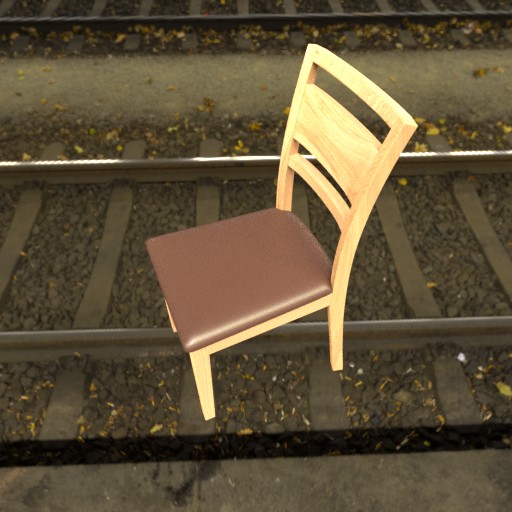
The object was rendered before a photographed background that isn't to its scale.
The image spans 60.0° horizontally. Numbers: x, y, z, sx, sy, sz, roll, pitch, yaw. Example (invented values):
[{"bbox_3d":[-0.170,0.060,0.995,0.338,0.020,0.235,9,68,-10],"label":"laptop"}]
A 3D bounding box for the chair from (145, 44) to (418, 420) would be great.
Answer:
[{"bbox_3d":[0.000,0.000,1.241,0.545,0.940,0.420,-18,50,-15],"label":"chair"}]
